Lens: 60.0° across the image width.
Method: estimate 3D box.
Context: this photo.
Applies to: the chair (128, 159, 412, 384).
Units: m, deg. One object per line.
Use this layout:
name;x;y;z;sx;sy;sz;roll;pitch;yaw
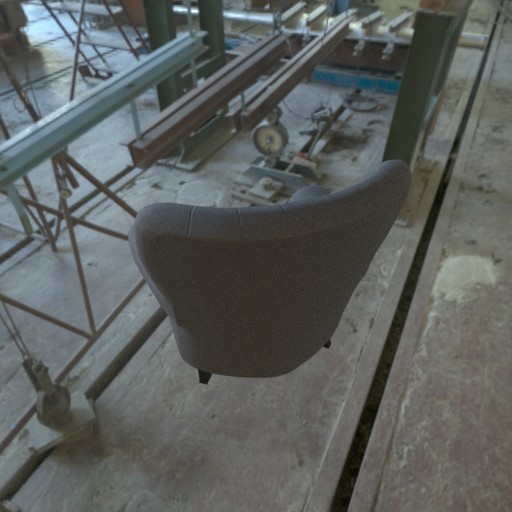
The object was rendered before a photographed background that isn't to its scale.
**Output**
chair;0.000;0.000;1.856;0.983;1.046;0.983;-13;42;-15
